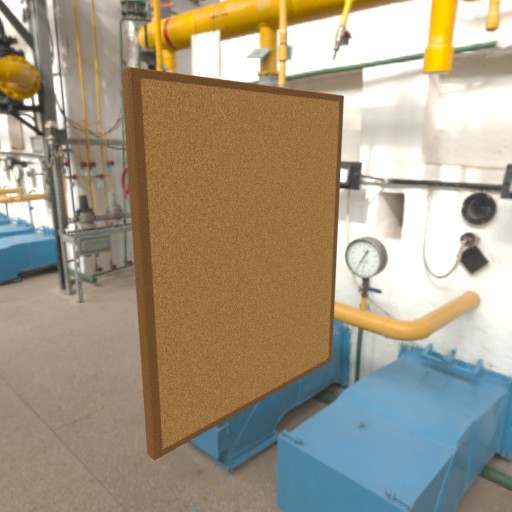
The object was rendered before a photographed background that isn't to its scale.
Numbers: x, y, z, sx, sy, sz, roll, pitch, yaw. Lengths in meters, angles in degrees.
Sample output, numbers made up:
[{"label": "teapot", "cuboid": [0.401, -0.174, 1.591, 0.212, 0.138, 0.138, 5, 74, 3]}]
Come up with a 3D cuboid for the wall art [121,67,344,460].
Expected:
[{"label": "wall art", "cuboid": [0.000, 0.000, 0.757, 0.449, 0.550, 0.021, -14, 19, -43]}]
